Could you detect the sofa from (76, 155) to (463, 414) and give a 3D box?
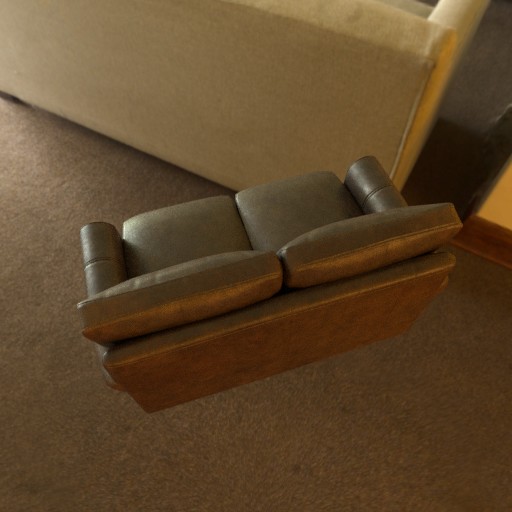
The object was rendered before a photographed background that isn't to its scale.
[{"bbox_3d":[0.000,0.000,2.203,1.616,0.976,0.990,-15,59,-9],"label":"sofa"}]
